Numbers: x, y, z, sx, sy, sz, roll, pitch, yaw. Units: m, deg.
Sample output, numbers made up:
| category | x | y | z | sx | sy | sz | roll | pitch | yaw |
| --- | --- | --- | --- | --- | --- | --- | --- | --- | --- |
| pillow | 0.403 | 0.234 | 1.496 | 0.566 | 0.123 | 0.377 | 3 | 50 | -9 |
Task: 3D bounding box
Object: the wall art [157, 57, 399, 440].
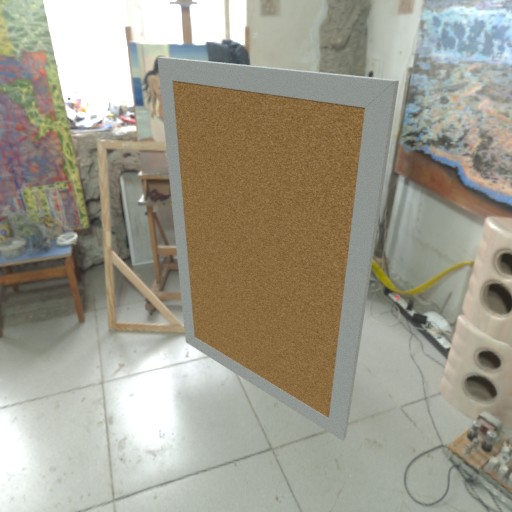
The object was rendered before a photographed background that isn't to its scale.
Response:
| category | x | y | z | sx | sy | sz | roll | pitch | yaw |
| --- | --- | --- | --- | --- | --- | --- | --- | --- | --- |
| wall art | 0.000 | 0.000 | 0.833 | 0.454 | 0.659 | 0.011 | 22 | 36 | 34 |
